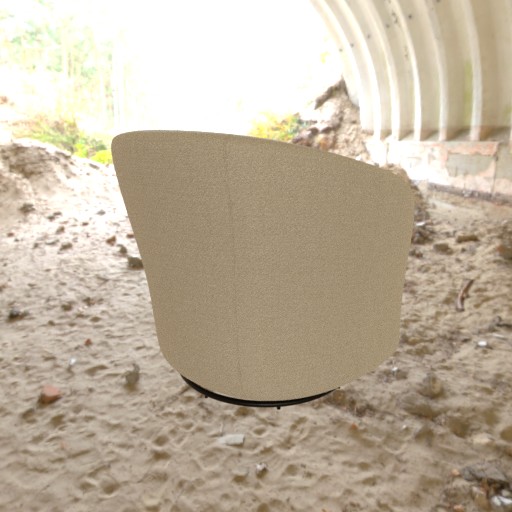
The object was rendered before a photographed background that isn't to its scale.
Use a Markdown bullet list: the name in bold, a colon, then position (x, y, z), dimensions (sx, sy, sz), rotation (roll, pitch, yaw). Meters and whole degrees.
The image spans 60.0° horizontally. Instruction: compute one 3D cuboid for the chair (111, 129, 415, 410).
- **chair**: position (0.000, 0.000, 1.427), dimensions (0.791, 0.771, 0.815), rotation (14, 20, 43)
